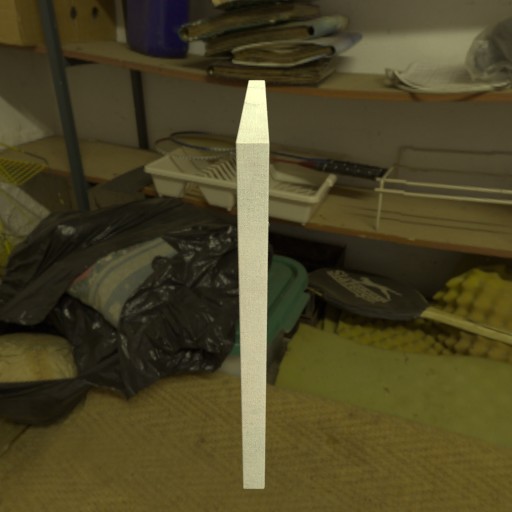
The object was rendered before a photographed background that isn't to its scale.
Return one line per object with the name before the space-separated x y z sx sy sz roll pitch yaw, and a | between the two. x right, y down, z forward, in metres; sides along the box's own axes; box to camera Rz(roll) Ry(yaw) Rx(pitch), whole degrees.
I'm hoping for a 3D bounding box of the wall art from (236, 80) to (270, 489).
wall art | 0.000 0.000 0.913 0.040 0.612 0.612 0 28 0
